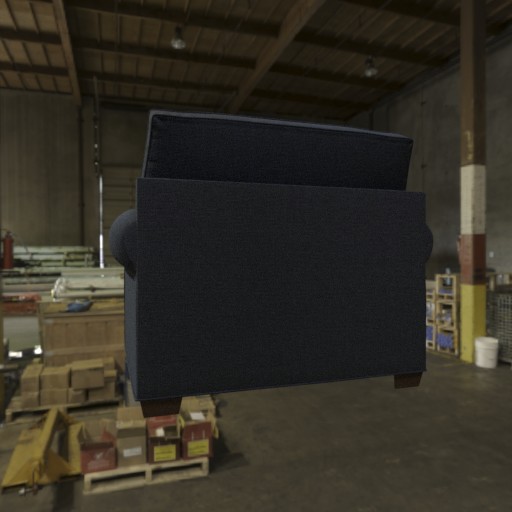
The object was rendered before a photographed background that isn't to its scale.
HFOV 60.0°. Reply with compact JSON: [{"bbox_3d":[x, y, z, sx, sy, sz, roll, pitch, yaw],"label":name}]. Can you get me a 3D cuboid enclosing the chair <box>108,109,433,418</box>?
[{"bbox_3d":[0.000,0.000,2.035,1.285,1.044,0.963,0,1,-18],"label":"chair"}]
